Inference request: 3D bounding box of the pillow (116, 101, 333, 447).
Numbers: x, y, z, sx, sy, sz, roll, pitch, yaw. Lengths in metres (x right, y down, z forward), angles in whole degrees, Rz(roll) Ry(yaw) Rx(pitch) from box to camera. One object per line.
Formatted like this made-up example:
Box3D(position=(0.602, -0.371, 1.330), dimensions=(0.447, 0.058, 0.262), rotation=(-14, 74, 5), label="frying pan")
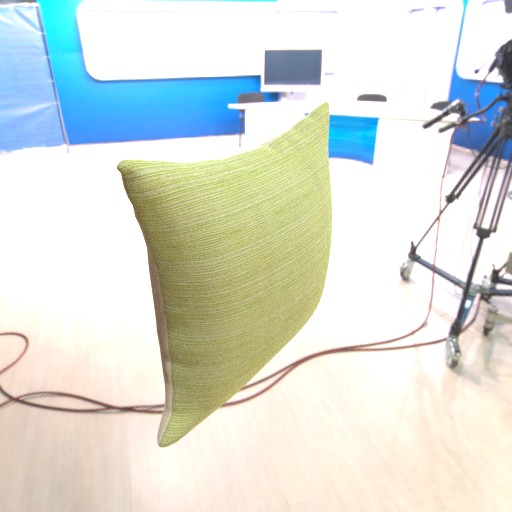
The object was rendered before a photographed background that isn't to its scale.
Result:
Box3D(position=(0.000, 0.000, 0.820), dimensions=(0.229, 0.487, 0.560), rotation=(18, 32, 30), label="pillow")
